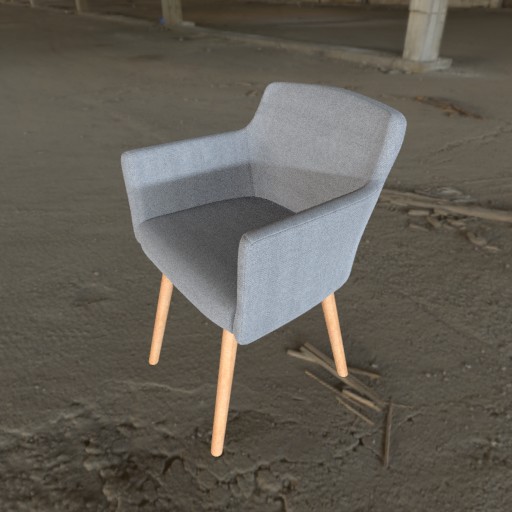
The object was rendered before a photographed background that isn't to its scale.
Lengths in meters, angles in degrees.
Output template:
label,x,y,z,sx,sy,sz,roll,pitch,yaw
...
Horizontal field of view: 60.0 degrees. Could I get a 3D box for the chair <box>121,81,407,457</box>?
label,x,y,z,sx,sy,sz,roll,pitch,yaw
chair,0.000,0.000,1.157,0.540,0.780,0.570,-21,38,-30
